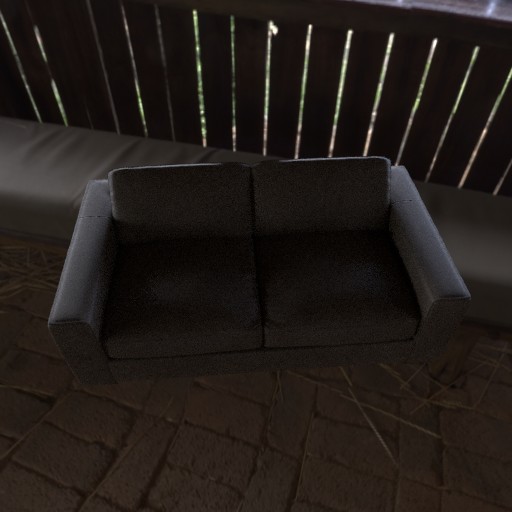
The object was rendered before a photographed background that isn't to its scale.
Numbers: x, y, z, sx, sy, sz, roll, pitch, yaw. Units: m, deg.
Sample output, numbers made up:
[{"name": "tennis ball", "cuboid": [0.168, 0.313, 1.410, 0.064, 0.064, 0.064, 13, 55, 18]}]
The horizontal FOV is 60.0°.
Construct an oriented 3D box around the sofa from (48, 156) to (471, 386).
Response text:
[{"name": "sofa", "cuboid": [0.000, 0.000, 2.432, 1.920, 0.800, 1.070, -3, 47, -3]}]
